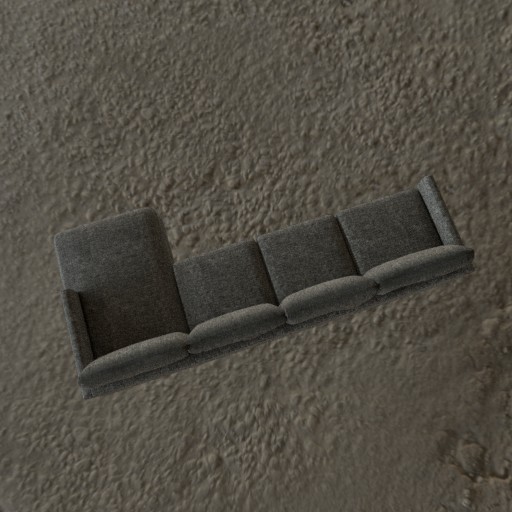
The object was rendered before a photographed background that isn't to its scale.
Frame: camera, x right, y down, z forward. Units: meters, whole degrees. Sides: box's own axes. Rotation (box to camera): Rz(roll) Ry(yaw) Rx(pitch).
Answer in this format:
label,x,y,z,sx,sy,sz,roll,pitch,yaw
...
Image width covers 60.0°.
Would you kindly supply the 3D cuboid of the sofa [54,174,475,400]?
label,x,y,z,sx,sy,sz,roll,pitch,yaw
sofa,0.000,0.000,3.976,3.384,0.970,1.488,-17,77,-4
